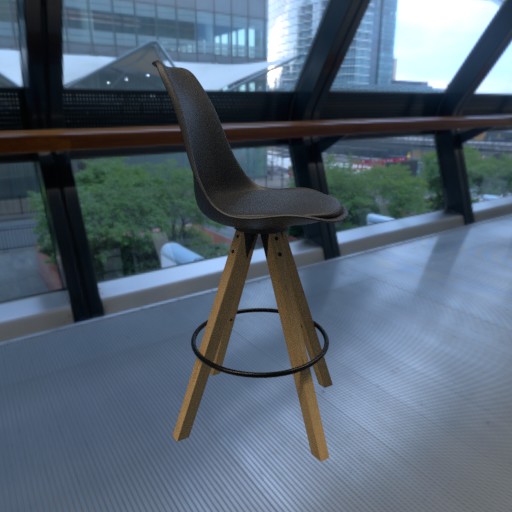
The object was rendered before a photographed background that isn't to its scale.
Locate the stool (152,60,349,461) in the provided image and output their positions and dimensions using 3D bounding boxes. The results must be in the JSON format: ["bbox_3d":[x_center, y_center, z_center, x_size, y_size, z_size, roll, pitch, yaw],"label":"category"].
[{"bbox_3d":[0.000,0.000,1.383,0.550,1.115,0.485,3,18,10],"label":"stool"}]
